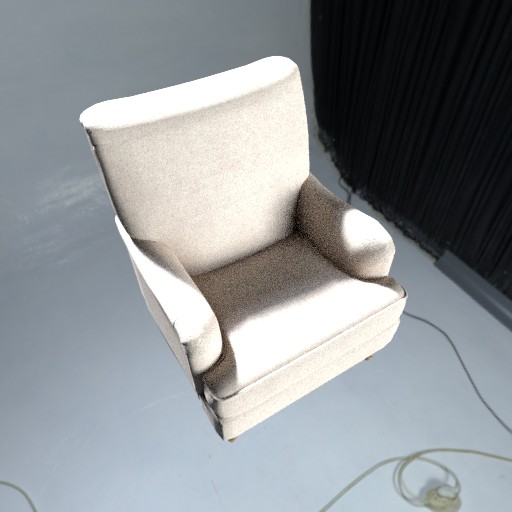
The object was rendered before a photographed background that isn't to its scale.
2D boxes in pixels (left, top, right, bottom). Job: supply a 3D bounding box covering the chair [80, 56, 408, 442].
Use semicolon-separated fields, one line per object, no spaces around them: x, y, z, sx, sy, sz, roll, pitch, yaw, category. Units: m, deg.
0.000;0.000;1.774;0.879;1.119;0.953;-24;52;-21;chair
